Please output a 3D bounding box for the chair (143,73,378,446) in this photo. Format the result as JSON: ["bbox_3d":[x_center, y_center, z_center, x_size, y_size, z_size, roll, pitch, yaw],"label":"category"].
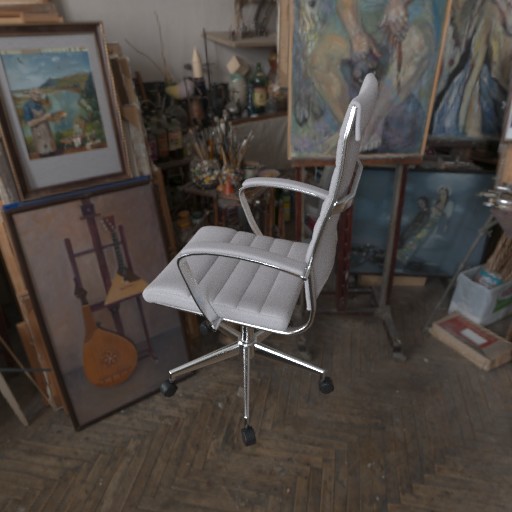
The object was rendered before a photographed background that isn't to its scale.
[{"bbox_3d":[0.000,0.000,1.536,0.667,1.149,0.679,9,32,15],"label":"chair"}]
